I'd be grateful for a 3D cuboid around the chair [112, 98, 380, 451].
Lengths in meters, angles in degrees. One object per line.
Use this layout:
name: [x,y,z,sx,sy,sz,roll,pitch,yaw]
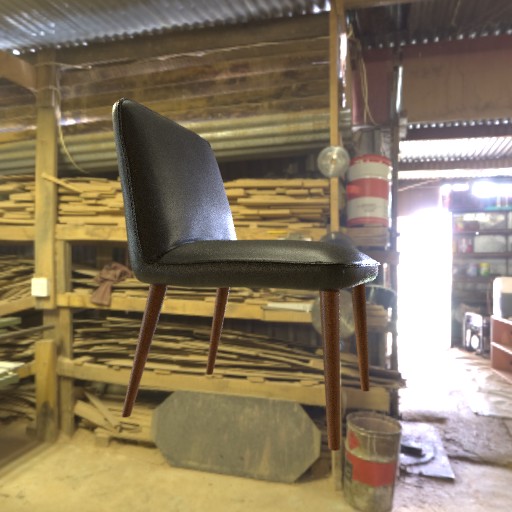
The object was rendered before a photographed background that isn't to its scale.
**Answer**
chair: [0.000,0.000,1.216,0.645,0.801,0.543,0,-1,17]
